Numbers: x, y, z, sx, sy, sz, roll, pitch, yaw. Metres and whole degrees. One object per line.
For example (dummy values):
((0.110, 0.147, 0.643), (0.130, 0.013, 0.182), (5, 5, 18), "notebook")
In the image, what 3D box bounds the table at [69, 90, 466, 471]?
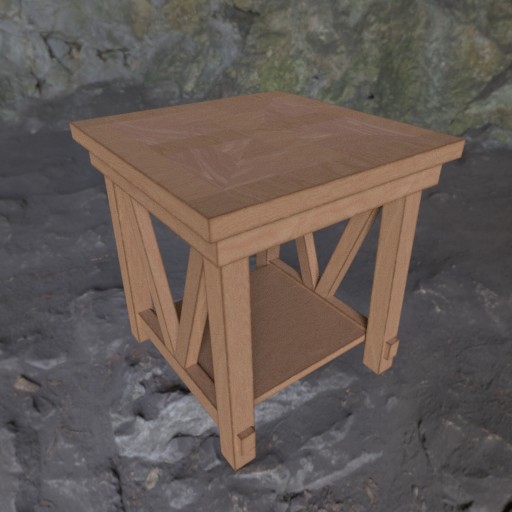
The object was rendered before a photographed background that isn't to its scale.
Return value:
((0.000, 0.000, 1.124), (0.610, 0.638, 0.612), (-21, 37, -30), "table")
